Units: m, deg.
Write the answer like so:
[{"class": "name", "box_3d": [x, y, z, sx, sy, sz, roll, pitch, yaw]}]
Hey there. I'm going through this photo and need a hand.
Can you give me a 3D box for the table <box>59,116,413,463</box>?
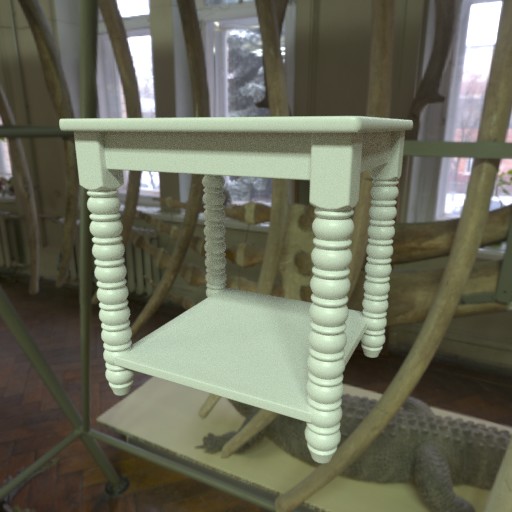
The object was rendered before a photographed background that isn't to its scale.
[{"class": "table", "box_3d": [0.000, 0.000, 0.957, 0.533, 0.563, 0.500, 8, 18, 25]}]
